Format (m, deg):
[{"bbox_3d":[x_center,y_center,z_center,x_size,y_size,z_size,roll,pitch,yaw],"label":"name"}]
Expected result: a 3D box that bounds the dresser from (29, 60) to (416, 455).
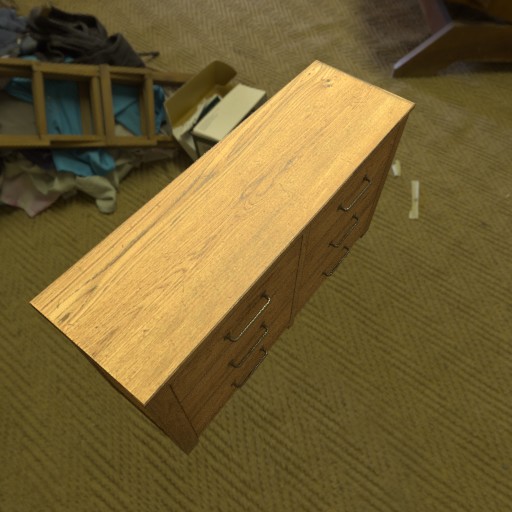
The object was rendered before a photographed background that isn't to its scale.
[{"bbox_3d":[0.000,0.000,2.071,0.563,0.932,1.657,33,63,20],"label":"dresser"}]
